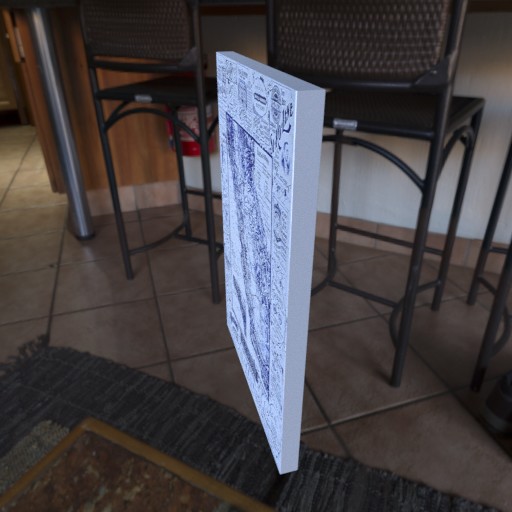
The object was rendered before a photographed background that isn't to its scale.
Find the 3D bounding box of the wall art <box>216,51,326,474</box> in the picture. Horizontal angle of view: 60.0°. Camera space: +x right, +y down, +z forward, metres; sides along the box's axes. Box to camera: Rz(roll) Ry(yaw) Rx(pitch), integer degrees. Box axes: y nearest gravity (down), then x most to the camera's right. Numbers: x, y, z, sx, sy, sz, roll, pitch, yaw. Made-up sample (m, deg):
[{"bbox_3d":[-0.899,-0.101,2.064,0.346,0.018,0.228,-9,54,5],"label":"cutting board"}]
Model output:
[{"bbox_3d":[0.000,0.000,0.947,0.039,0.753,0.511,-8,31,-13],"label":"wall art"}]
